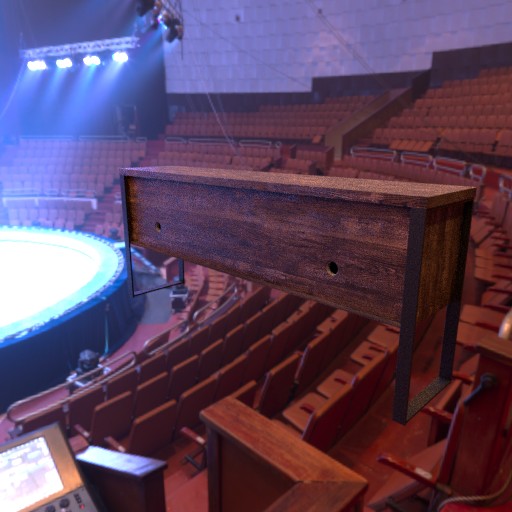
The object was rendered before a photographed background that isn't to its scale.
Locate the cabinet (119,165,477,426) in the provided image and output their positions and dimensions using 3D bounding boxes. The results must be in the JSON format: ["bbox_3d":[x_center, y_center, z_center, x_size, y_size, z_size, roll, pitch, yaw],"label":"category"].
[{"bbox_3d":[0.000,0.000,2.125,1.800,0.762,0.395,14,20,43],"label":"cabinet"}]
